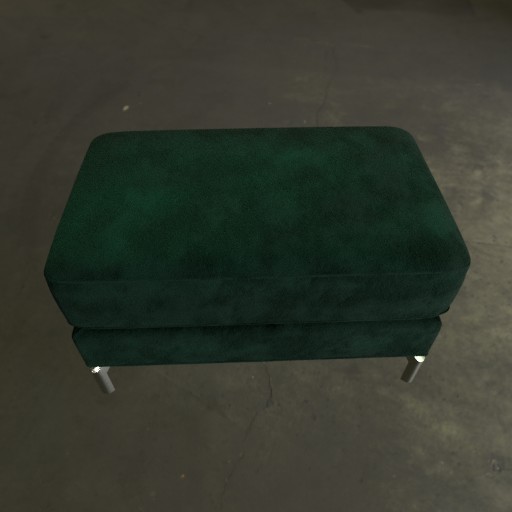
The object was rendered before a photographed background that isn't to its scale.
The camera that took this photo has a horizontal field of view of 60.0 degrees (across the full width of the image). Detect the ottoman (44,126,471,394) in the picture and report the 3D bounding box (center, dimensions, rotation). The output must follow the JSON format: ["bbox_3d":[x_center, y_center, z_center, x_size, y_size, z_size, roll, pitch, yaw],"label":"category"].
[{"bbox_3d":[0.000,0.000,1.212,0.886,0.533,0.536,-2,47,-1],"label":"ottoman"}]
